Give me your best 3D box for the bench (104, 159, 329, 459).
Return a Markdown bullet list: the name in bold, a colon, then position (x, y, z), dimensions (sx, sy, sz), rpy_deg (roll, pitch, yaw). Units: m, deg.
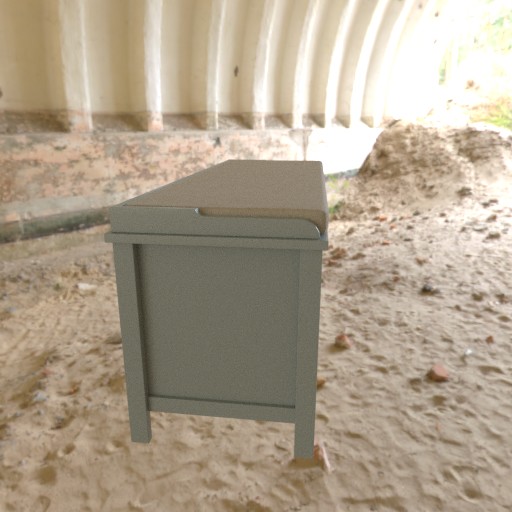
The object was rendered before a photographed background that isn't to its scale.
- **bench**: position (0.000, 0.000, 1.368), dimensions (0.398, 0.501, 1.140), rpy_deg (2, 17, 7)
